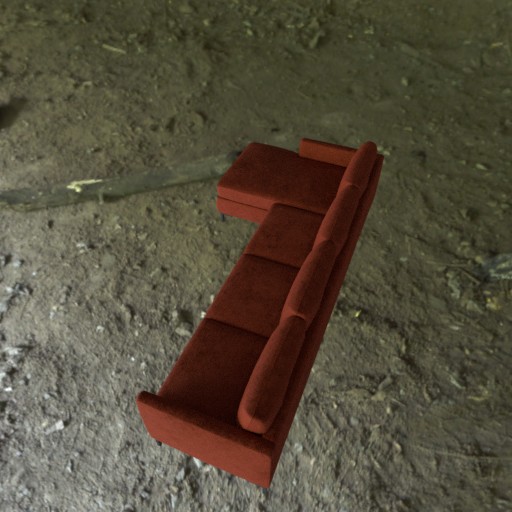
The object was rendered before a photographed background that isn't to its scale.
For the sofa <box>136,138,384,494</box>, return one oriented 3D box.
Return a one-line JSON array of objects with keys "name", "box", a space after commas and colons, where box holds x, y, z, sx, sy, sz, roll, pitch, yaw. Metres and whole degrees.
[{"name": "sofa", "box": [0.000, 0.000, 2.873, 1.136, 0.663, 2.467, 16, 48, 15]}]
